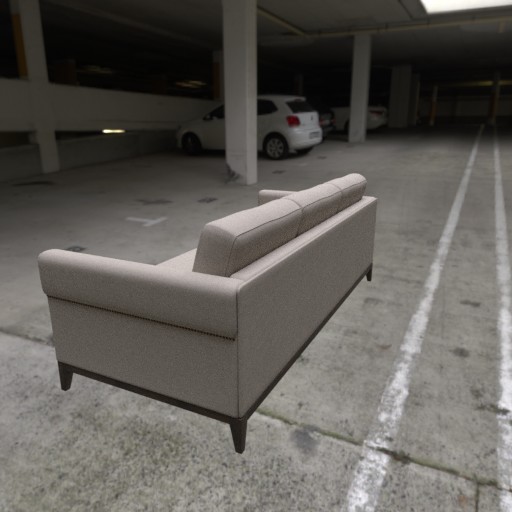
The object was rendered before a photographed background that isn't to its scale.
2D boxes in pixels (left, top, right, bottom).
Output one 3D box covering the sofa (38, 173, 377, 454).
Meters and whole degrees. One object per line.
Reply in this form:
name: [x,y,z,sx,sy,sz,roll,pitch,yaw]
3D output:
sofa: [0.000,0.000,2.652,0.959,0.838,2.210,8,18,25]
